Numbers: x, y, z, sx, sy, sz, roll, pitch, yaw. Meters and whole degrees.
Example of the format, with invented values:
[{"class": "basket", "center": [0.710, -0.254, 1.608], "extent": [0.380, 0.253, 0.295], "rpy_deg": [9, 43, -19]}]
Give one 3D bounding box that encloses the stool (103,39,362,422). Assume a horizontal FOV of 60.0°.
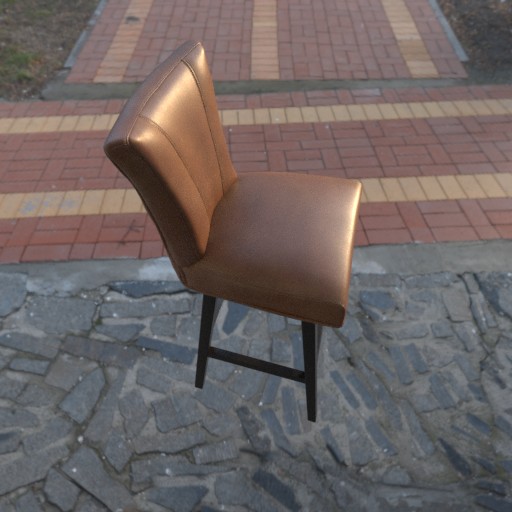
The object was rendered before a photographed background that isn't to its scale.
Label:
[{"class": "stool", "center": [0.000, 0.000, 1.397], "extent": [0.585, 1.094, 0.522], "rpy_deg": [10, 50, 9]}]
